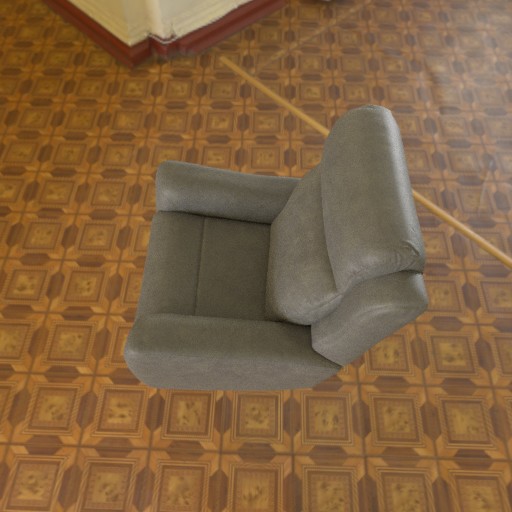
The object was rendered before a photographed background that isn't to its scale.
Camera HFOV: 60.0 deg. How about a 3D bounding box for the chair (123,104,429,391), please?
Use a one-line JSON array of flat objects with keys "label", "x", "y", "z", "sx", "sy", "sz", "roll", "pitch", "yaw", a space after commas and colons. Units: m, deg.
[{"label": "chair", "x": 0.000, "y": 0.000, "z": 1.912, "sx": 1.068, "sy": 1.116, "sz": 0.965, "roll": 1, "pitch": 59, "yaw": 1}]
